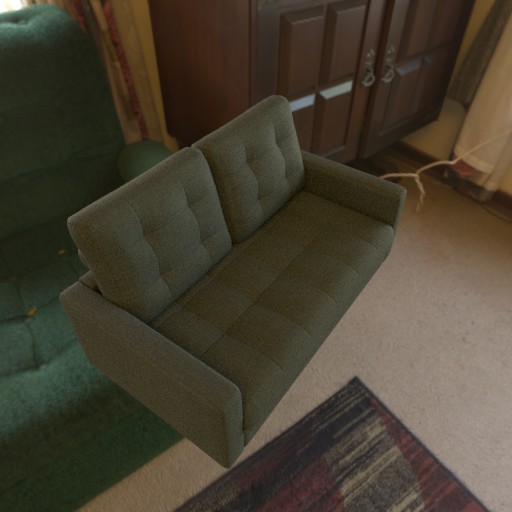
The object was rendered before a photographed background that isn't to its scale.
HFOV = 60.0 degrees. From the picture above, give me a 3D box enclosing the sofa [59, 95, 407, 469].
[{"bbox_3d":[0.000,0.000,1.938,0.842,0.907,1.407,27,50,25],"label":"sofa"}]
